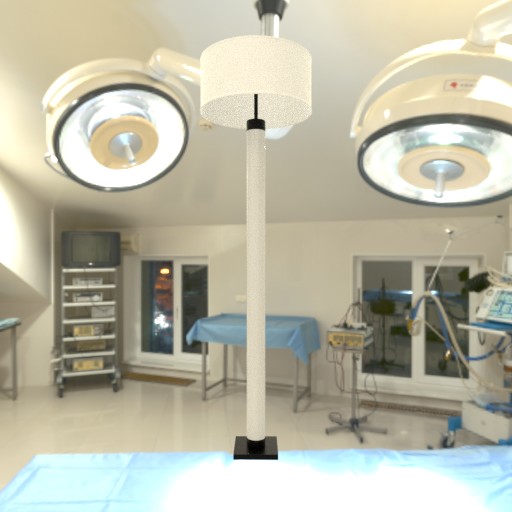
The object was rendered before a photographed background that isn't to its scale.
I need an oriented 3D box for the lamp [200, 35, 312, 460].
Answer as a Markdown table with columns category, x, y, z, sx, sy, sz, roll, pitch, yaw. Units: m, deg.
| category | x | y | z | sx | sy | sz | roll | pitch | yaw |
| --- | --- | --- | --- | --- | --- | --- | --- | --- | --- |
| lamp | 0.000 | 0.000 | 1.673 | 0.420 | 1.475 | 0.420 | 0 | 0 | 1 |
